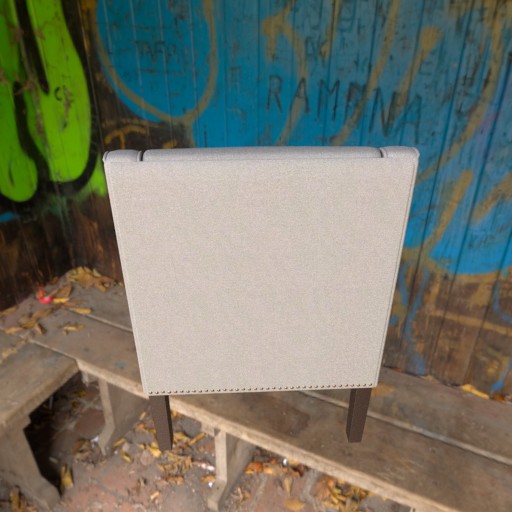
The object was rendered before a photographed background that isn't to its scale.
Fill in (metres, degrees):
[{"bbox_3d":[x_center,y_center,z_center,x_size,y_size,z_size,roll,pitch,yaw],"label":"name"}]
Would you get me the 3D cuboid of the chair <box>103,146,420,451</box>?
[{"bbox_3d":[0.000,0.000,1.376,0.631,0.867,0.747,-1,30,-2],"label":"chair"}]
